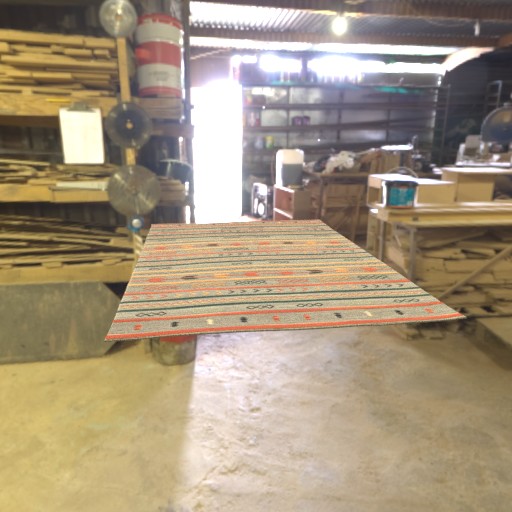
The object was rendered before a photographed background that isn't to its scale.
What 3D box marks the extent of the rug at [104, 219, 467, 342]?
[{"bbox_3d":[0.000,0.000,2.328,1.220,0.017,1.835,-2,16,-8],"label":"rug"}]
